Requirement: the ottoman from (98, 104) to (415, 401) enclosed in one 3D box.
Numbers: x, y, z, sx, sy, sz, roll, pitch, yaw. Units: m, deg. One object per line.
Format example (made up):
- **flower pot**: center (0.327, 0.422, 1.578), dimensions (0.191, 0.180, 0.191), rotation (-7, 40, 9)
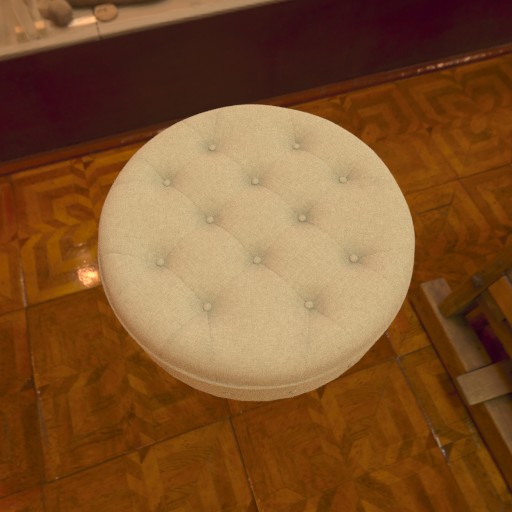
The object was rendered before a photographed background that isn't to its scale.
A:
- **ottoman**: center (0.000, 0.000, 1.349), dimensions (0.849, 0.478, 0.849), rotation (0, 63, 0)
